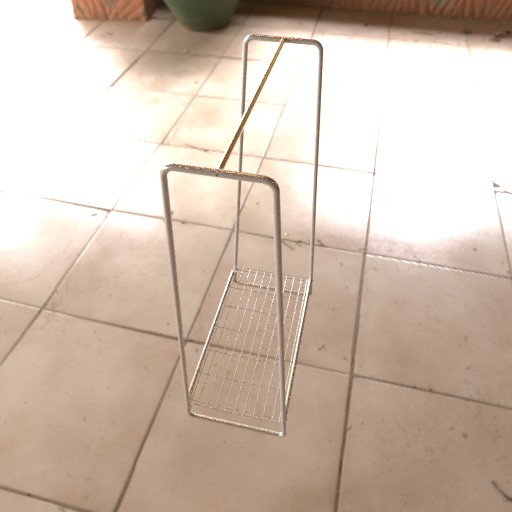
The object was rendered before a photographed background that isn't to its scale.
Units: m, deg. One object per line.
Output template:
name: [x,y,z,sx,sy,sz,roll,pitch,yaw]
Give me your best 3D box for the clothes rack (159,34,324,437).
clothes rack: [0.000,0.000,1.918,0.495,1.500,0.900,9,47,9]
